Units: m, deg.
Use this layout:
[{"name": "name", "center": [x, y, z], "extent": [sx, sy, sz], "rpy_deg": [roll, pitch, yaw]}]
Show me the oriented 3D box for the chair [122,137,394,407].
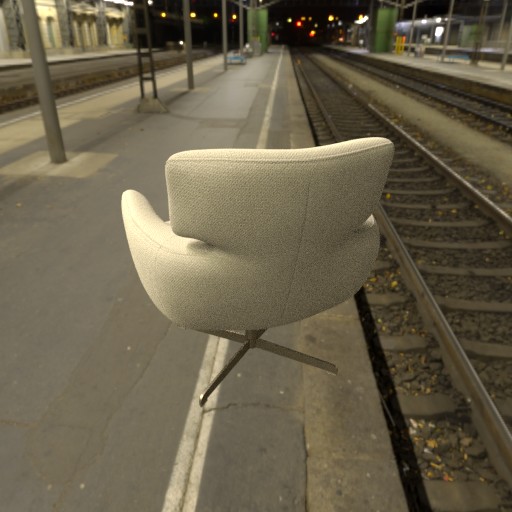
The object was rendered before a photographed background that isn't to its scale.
[{"name": "chair", "center": [0.000, 0.000, 1.386], "extent": [0.760, 0.810, 0.730], "rpy_deg": [-8, 27, -16]}]
